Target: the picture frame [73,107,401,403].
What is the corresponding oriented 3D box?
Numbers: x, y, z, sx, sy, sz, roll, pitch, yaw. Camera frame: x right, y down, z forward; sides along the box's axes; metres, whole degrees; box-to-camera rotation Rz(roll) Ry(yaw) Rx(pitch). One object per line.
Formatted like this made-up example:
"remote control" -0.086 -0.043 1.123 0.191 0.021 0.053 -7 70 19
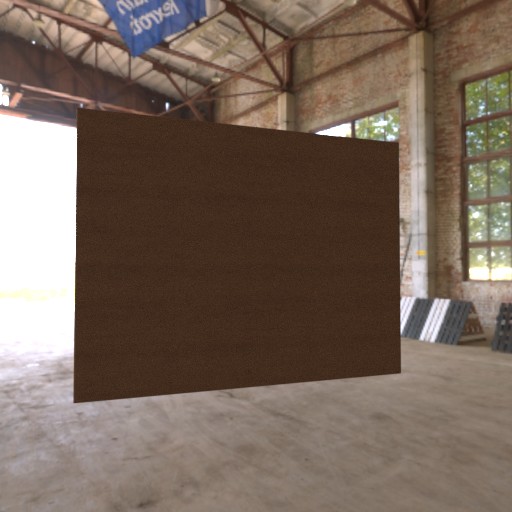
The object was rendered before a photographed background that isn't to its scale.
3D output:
"picture frame" 0.000 0.000 1.757 1.329 1.018 0.045 1 -2 -19
